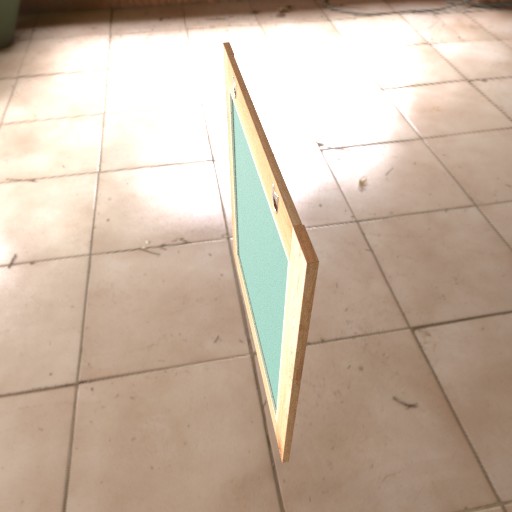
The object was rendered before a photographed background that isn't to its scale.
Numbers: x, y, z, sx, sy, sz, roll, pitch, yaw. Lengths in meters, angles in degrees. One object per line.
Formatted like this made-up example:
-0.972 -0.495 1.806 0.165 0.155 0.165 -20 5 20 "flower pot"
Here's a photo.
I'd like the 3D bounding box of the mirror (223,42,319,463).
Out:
0.000 0.000 1.181 0.020 0.800 0.800 -8 47 -8 "mirror"
